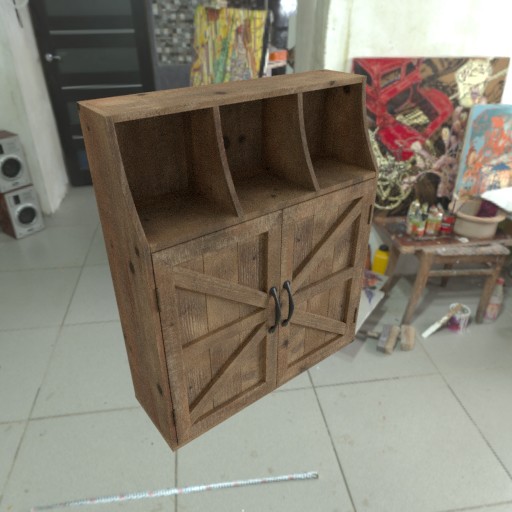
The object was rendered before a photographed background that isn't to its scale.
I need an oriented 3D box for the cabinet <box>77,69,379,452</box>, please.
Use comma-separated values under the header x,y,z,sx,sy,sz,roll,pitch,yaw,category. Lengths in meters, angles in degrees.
x,y,z,sx,sy,sz,roll,pitch,yaw,category
0.000,0.000,0.832,0.489,0.590,0.184,-22,37,-32,cabinet
